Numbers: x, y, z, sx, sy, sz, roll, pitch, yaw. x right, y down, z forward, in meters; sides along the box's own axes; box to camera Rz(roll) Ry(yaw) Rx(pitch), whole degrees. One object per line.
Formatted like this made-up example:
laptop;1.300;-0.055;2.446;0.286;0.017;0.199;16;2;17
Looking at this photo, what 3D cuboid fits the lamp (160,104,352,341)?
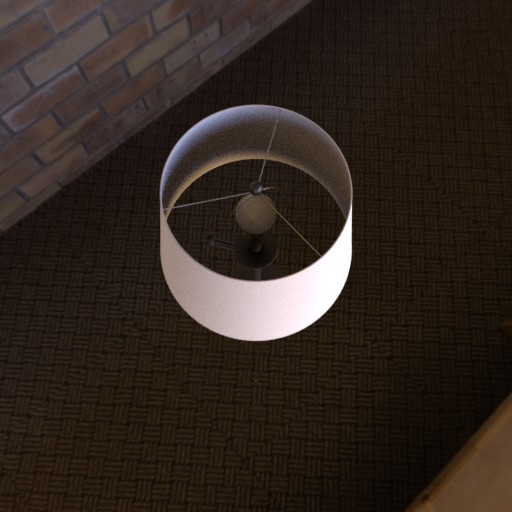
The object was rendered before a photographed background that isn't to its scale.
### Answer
lamp;0.000;0.000;0.924;0.363;0.696;0.363;0;74;0
